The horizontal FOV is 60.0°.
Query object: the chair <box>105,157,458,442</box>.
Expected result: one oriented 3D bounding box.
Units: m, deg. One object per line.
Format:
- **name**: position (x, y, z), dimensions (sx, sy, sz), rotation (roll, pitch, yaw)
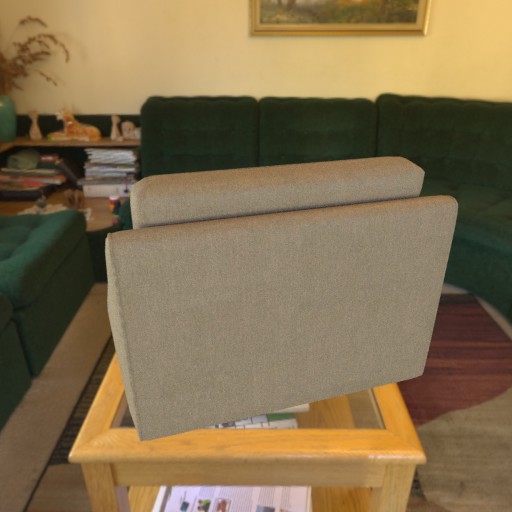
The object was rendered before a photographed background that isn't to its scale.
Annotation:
- **chair**: position (0.000, 0.000, 1.989), dimensions (1.270, 0.974, 1.043), rotation (-8, 27, -15)
